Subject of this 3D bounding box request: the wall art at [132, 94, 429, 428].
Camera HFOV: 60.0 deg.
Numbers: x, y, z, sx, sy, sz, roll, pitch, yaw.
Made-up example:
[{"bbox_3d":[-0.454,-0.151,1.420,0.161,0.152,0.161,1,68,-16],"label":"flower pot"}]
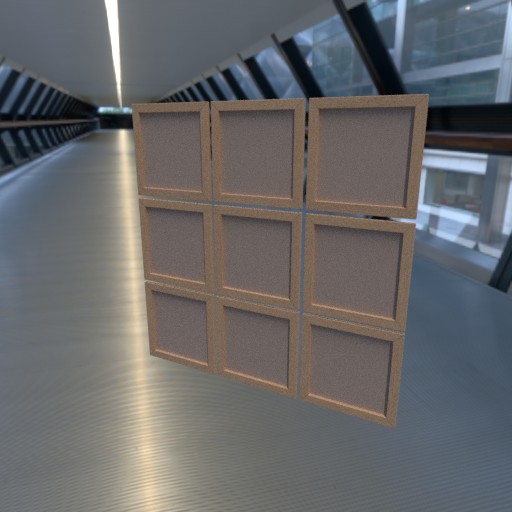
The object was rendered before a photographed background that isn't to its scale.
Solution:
[{"bbox_3d":[0.000,0.000,1.370,0.917,0.910,0.012,8,18,27],"label":"wall art"}]
